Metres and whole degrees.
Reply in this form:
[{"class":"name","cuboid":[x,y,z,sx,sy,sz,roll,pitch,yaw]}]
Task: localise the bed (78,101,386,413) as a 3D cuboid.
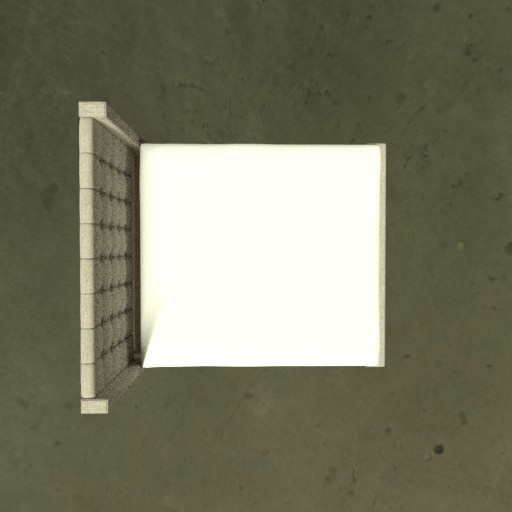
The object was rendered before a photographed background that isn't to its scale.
[{"class":"bed","cuboid":[0.000,0.000,3.769,2.372,1.748,2.044,0,91,-1]}]
